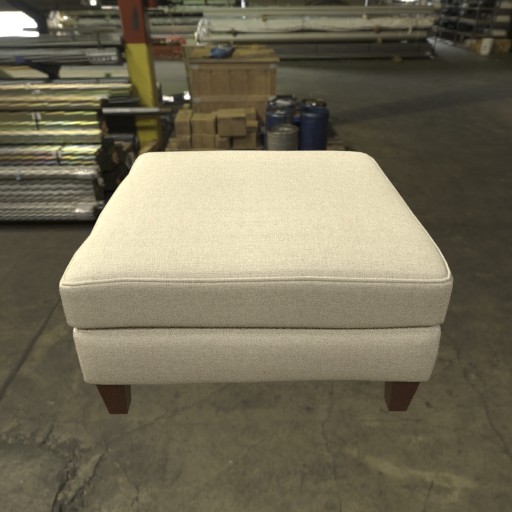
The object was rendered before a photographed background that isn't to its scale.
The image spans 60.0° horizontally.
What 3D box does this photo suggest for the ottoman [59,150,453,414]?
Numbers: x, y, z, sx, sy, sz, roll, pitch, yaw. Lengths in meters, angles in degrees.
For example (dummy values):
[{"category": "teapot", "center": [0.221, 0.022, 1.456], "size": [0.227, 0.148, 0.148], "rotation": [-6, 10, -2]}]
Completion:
[{"category": "ottoman", "center": [0.000, 0.000, 1.335], "size": [0.838, 0.478, 0.838], "rotation": [0, 31, -1]}]
